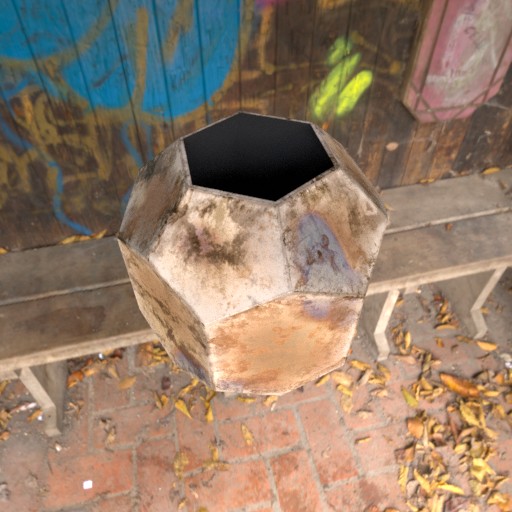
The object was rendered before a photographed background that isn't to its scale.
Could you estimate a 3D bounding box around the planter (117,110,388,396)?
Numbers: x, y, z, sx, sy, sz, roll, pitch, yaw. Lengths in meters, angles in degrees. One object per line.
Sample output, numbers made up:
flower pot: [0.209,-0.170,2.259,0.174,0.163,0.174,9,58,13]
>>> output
planter: [0.000,0.000,0.433,0.221,0.238,0.243,-34,55,-28]
